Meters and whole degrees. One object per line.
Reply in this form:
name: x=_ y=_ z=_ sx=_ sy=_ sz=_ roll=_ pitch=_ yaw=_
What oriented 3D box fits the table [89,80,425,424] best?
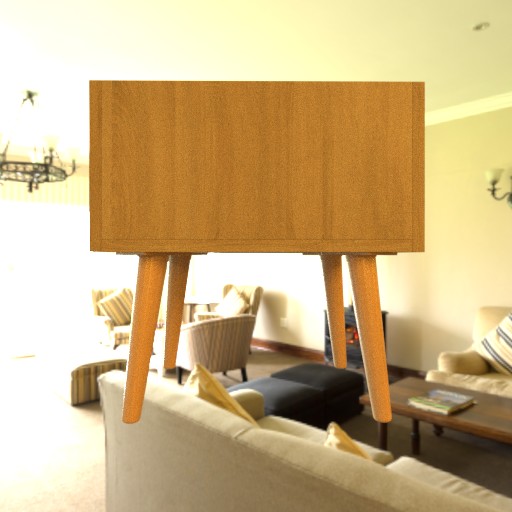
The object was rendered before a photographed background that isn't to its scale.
table: x=0.000 y=0.000 z=0.779 sx=0.450 sy=0.470 sz=0.370 roll=0 pitch=0 yaw=-1
